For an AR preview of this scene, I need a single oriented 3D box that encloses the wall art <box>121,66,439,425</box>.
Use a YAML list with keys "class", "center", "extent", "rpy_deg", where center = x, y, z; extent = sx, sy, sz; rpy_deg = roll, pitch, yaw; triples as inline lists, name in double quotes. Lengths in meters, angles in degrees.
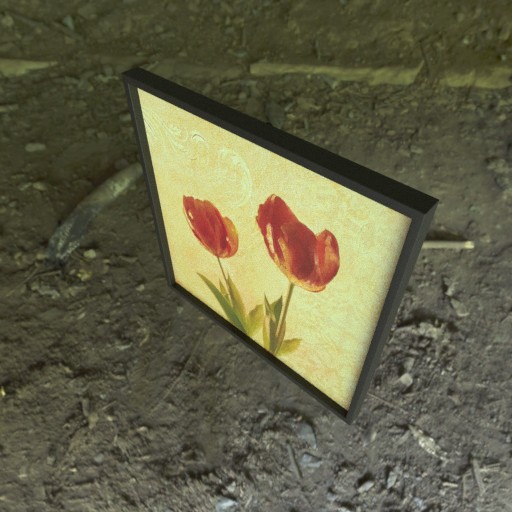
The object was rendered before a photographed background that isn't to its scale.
- class: "wall art"
  center: [0.000, 0.000, 0.525]
  extent: [0.349, 0.349, 0.038]
  rpy_deg: [32, 54, 27]
